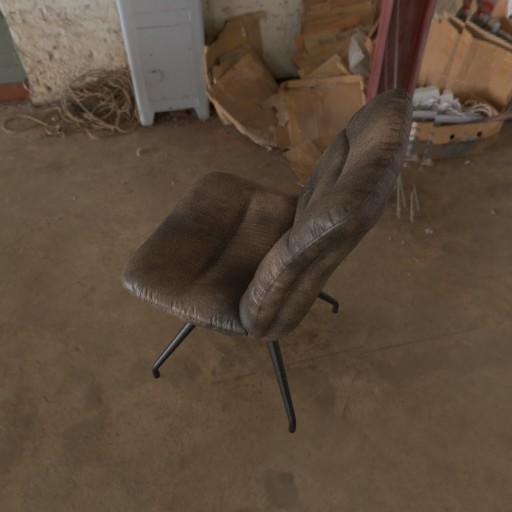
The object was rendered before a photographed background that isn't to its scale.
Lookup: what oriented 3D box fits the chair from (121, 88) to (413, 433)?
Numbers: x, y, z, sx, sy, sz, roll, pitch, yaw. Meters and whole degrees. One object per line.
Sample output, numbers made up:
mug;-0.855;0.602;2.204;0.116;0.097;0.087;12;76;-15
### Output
chair;0.000;0.000;1.227;0.622;0.870;0.549;17;48;15
